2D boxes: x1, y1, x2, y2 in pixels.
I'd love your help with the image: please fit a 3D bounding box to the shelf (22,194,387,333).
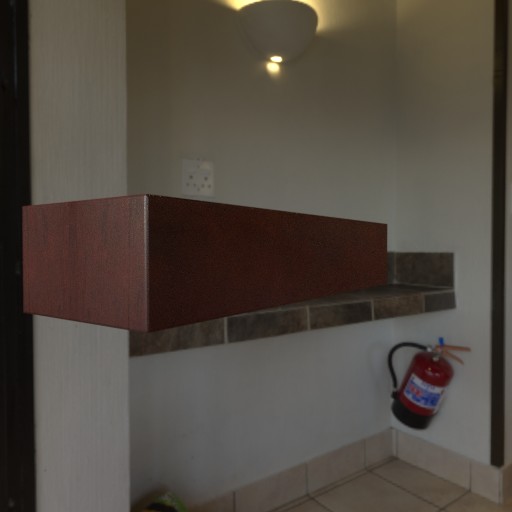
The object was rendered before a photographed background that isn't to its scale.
[{"bbox_3d":[0.000,0.000,0.512,0.152,0.088,0.457,1,1,35],"label":"shelf"}]
